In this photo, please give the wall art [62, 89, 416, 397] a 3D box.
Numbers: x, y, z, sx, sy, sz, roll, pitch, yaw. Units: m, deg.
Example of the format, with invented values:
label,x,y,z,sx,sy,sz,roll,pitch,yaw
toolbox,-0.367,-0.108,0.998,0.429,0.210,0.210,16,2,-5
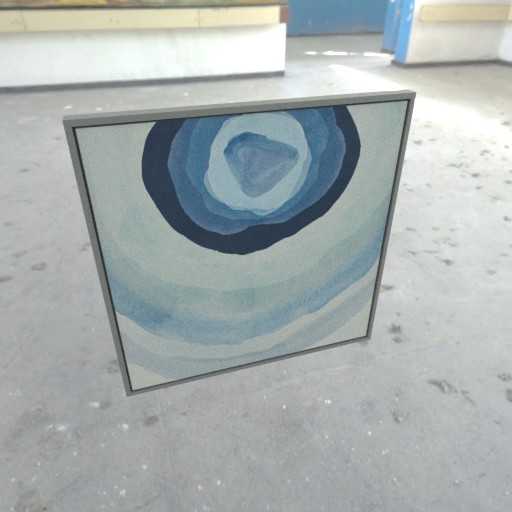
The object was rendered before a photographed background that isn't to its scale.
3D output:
label,x,y,z,sx,sy,sz,roll,pitch,yaw
wall art,0.000,0.000,1.203,0.809,0.807,0.038,-10,34,-15
